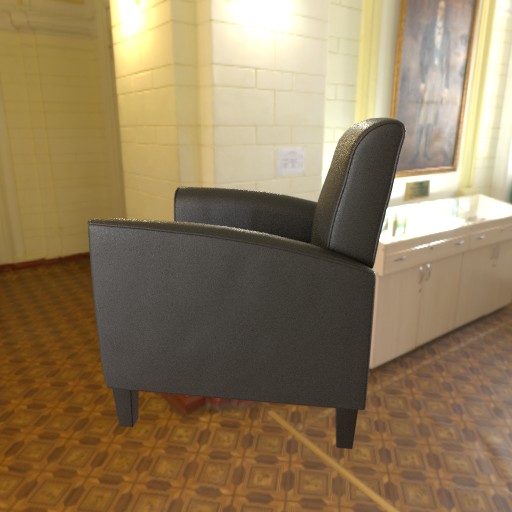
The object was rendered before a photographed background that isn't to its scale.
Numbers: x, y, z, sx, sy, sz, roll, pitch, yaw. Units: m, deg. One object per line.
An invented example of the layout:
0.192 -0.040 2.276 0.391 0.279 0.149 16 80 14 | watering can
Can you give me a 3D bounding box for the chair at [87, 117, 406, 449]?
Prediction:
0.000 0.000 1.550 0.819 0.916 0.820 2 16 8 | chair
